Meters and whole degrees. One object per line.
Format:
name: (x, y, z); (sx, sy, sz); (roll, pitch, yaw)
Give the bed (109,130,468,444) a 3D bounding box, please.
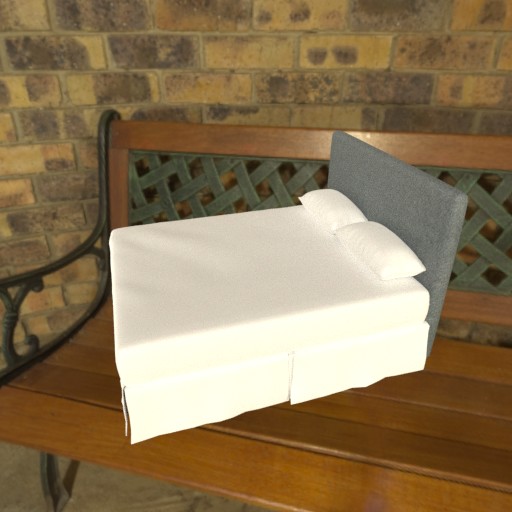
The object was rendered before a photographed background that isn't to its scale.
bed: (0.000, 0.000, 3.262); (2.142, 1.330, 1.723); (-9, 30, -15)
